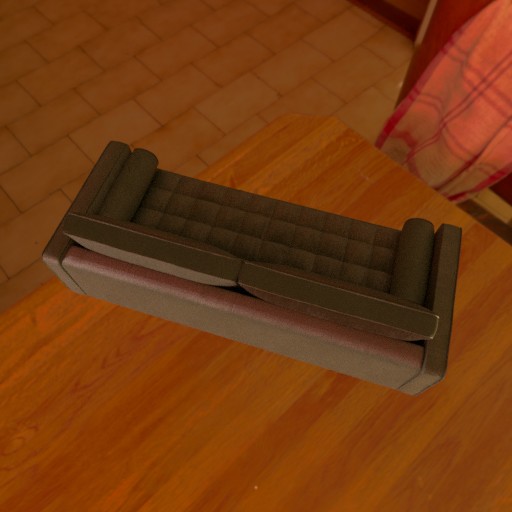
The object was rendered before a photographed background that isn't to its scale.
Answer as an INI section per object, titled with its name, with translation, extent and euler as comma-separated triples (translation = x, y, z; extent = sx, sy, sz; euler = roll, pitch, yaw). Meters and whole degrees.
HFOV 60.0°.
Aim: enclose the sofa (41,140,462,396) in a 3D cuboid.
[sofa]
translation = 0.000, 0.000, 2.628
extent = 2.199, 0.769, 0.918
euler = 15, 63, 8
